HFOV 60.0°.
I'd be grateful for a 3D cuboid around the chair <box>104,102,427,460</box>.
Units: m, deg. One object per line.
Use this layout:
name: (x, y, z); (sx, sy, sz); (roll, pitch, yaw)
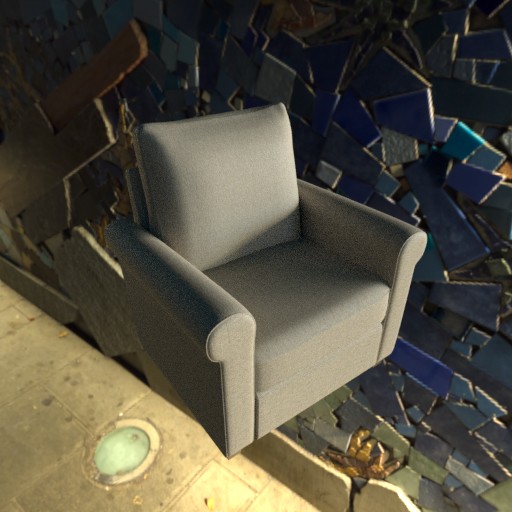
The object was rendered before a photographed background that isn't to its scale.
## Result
chair: (0.000, 0.000, 2.342); (1.275, 1.349, 1.180); (-21, 37, -30)
